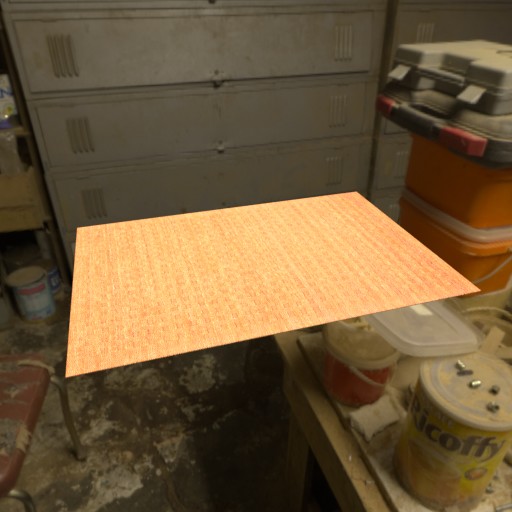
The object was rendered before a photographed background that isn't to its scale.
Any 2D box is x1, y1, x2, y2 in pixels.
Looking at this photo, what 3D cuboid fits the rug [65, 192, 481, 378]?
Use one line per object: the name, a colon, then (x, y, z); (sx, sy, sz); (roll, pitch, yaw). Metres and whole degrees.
rug: (0.000, 0.000, 2.930); (2.285, 0.006, 1.524); (-9, 33, -15)
